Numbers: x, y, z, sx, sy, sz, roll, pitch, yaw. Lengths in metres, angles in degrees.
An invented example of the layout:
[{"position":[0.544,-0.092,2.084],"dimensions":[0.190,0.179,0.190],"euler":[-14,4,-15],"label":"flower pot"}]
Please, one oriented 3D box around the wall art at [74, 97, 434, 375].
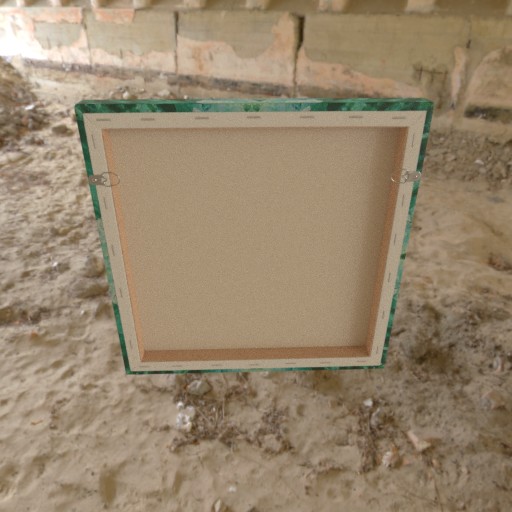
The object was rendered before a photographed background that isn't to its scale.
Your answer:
[{"position":[0.000,0.000,0.757],"dimensions":[0.507,0.508,0.038],"euler":[-1,30,-2],"label":"wall art"}]
